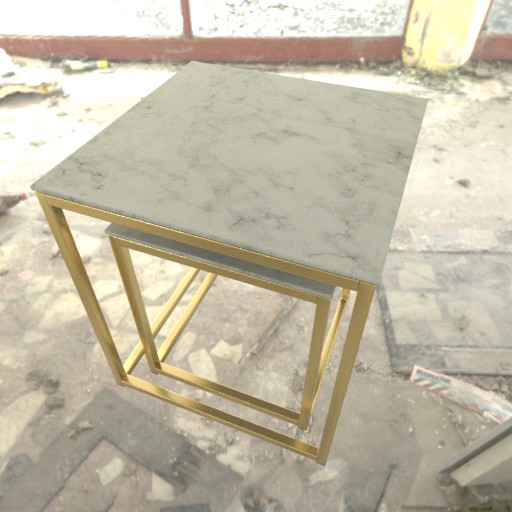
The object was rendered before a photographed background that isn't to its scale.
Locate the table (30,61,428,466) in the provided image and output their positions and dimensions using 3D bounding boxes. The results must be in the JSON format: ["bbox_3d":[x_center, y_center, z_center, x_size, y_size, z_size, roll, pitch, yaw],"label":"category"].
[{"bbox_3d":[0.000,0.000,0.835,0.450,0.500,0.450,16,47,15],"label":"table"}]
